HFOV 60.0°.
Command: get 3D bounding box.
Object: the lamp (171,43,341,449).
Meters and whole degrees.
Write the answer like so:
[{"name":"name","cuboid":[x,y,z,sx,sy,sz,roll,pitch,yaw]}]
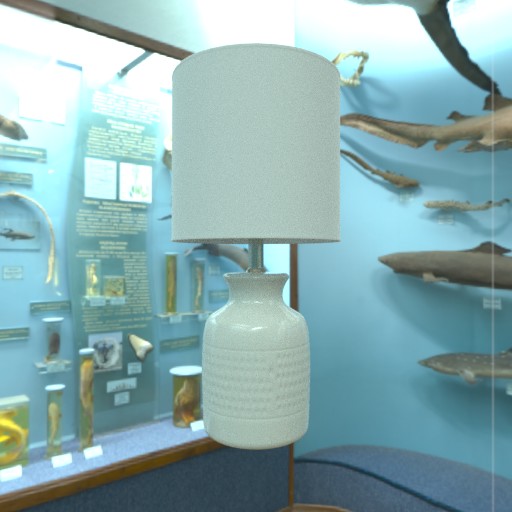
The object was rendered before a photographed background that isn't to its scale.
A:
[{"name":"lamp","cuboid":[0.000,0.000,0.501,0.188,0.392,0.188,0,0,-37]}]
